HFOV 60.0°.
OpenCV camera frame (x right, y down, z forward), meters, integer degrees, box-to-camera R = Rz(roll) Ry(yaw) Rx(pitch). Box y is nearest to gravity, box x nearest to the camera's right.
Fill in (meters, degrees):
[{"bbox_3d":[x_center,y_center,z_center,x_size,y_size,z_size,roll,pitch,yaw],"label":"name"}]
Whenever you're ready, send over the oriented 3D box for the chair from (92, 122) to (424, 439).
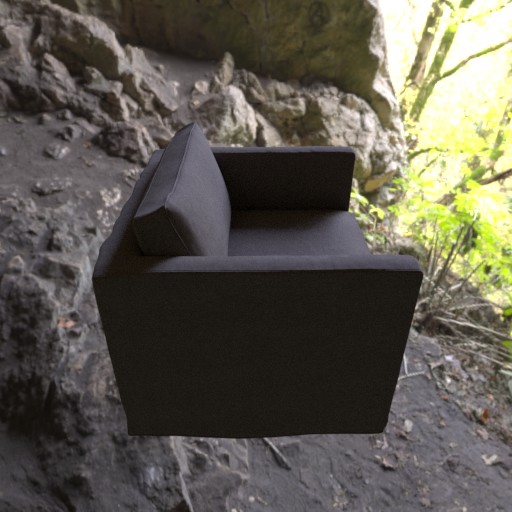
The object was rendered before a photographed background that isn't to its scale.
[{"bbox_3d":[0.000,0.000,1.776,0.949,0.863,1.057,0,33,-1],"label":"chair"}]
